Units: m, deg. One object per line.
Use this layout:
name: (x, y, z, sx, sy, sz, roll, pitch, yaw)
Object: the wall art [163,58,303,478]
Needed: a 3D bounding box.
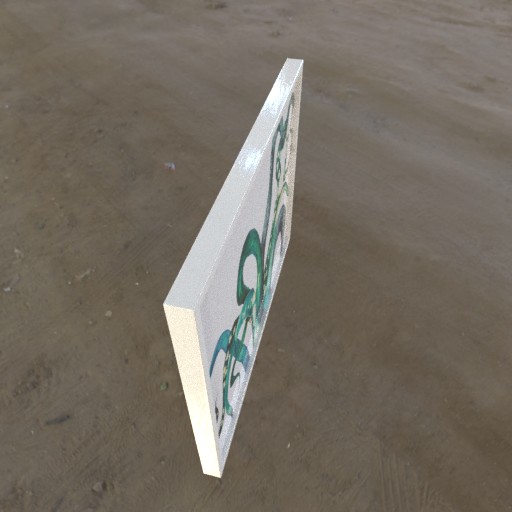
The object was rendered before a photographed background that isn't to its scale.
wall art: (0.000, 0.000, 1.358, 0.053, 0.787, 1.041, 10, 46, 10)
